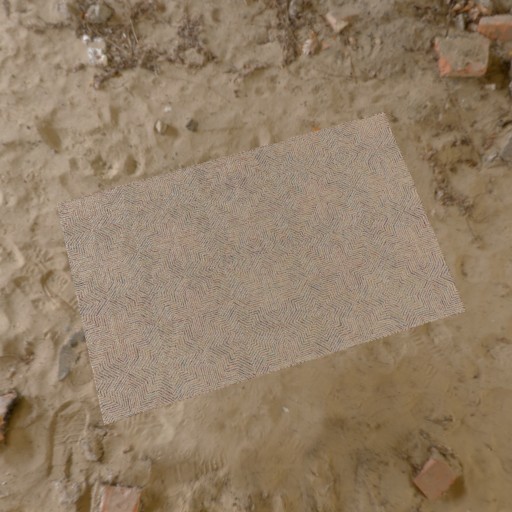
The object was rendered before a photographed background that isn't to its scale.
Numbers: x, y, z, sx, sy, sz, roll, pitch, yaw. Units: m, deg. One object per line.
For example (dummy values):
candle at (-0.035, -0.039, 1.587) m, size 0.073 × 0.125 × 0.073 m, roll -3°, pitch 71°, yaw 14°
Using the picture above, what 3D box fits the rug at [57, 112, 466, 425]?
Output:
rug at (0.000, 0.000, 2.993) m, size 2.428 × 0.007 × 1.519 m, roll -17°, pitch 78°, yaw -4°
